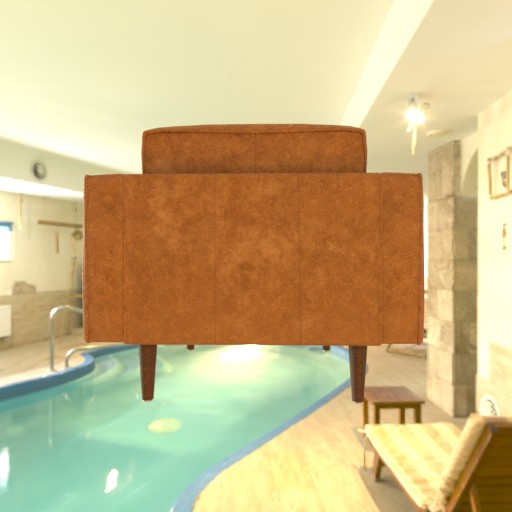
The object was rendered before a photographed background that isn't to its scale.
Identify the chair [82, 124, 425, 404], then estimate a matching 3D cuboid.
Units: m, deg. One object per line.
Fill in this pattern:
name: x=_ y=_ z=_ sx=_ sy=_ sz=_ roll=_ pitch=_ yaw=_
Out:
chair: x=0.000 y=0.000 z=1.515 sx=0.928 sy=0.767 sz=0.798 roll=0 pitch=0 yaw=2
